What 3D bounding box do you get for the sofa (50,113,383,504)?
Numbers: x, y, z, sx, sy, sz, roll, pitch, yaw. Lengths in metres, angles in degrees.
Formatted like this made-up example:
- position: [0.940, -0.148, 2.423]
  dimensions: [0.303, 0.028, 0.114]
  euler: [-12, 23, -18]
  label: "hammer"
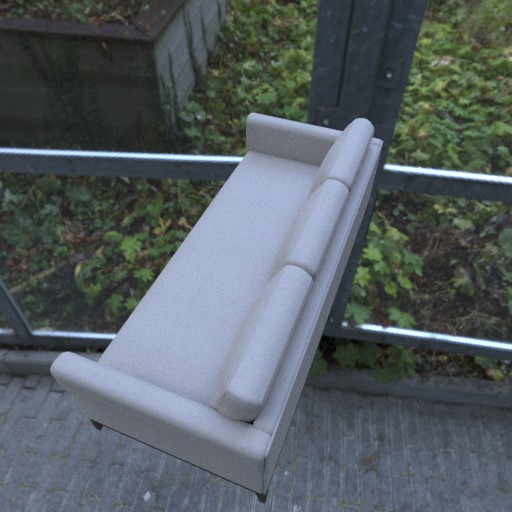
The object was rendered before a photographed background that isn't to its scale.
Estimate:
- position: [0.000, 0.000, 2.553]
  dimensions: [0.959, 0.838, 2.210]
  euler: [16, 50, 15]
  label: "sofa"
